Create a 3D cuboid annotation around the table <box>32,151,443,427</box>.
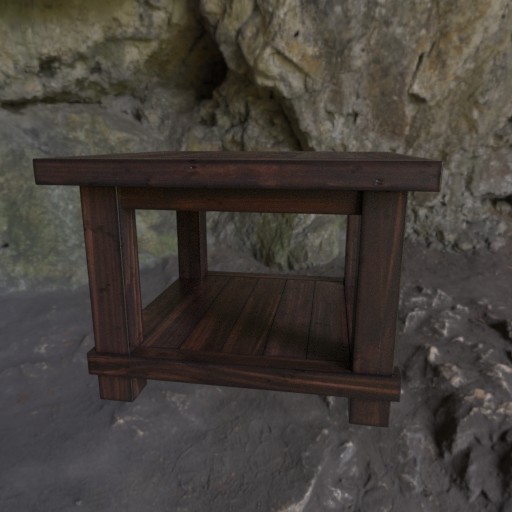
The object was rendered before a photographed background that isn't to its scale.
[{"bbox_3d":[0.000,0.000,0.976,0.606,0.437,0.593,2,15,9],"label":"table"}]
